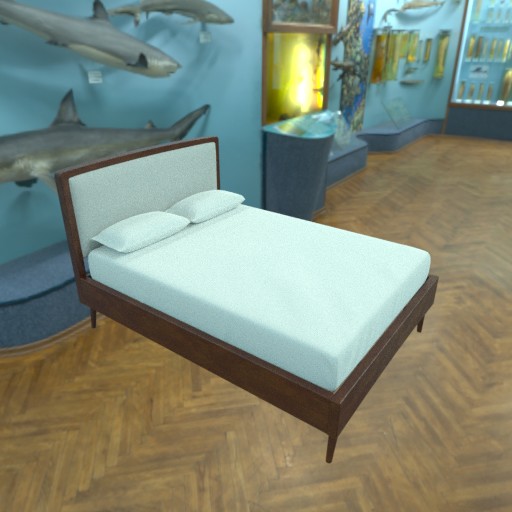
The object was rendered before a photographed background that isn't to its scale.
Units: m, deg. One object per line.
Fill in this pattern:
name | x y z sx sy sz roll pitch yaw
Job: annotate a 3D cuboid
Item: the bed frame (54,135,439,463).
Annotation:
bed frame | 0.000 0.000 3.194 2.171 1.279 1.587 18 31 32
